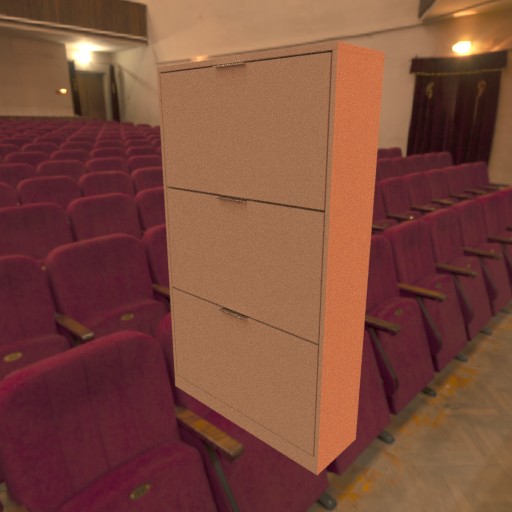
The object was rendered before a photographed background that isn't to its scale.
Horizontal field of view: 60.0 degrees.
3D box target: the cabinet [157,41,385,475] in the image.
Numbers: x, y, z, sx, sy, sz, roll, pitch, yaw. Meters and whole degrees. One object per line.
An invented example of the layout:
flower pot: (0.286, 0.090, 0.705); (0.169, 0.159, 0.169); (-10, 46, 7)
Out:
cabinet: (0.000, 0.000, 1.573); (0.750, 1.280, 0.250); (15, 22, 41)
